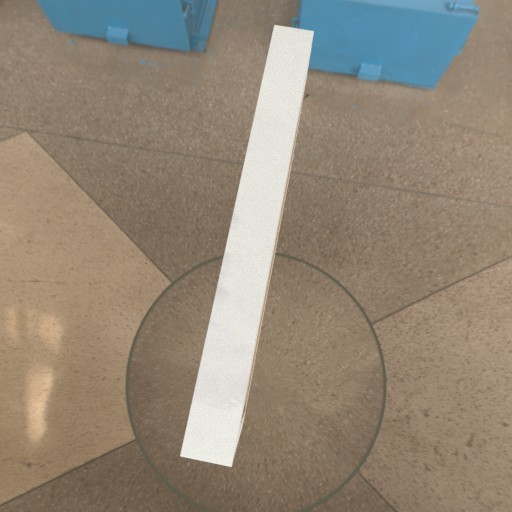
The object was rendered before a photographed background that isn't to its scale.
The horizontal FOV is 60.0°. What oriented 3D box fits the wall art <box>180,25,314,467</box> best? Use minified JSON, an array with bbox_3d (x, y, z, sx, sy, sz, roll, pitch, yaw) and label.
[{"bbox_3d":[0.000,0.000,0.489,0.038,0.254,0.381,10,75,3],"label":"wall art"}]
